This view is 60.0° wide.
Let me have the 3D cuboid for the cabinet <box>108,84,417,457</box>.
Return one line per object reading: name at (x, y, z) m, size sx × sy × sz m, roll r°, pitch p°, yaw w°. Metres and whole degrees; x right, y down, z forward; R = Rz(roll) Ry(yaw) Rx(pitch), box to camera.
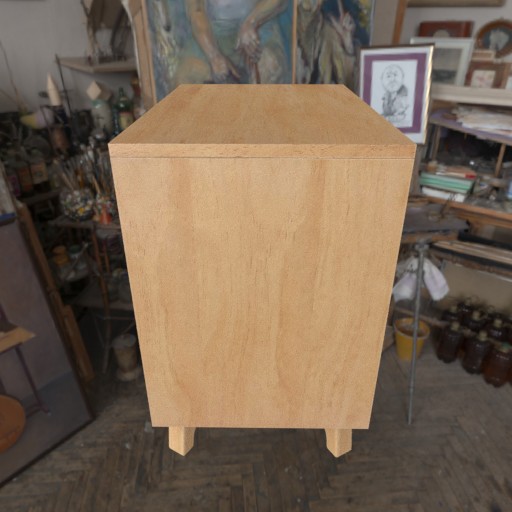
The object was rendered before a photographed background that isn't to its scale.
cabinet at (0.000, 0.000, 0.916) m, size 0.394 × 0.599 × 0.551 m, roll 0°, pitch 28°, yaw 1°
